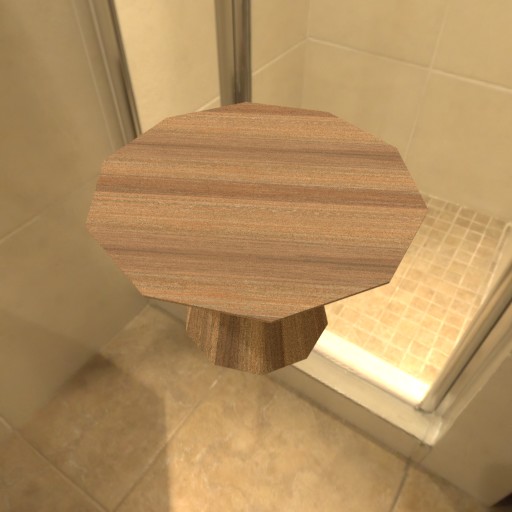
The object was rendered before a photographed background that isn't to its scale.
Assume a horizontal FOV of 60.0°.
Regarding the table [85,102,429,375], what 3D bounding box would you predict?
[{"bbox_3d":[0.000,0.000,1.850,1.186,0.752,1.186,0,47,0],"label":"table"}]
